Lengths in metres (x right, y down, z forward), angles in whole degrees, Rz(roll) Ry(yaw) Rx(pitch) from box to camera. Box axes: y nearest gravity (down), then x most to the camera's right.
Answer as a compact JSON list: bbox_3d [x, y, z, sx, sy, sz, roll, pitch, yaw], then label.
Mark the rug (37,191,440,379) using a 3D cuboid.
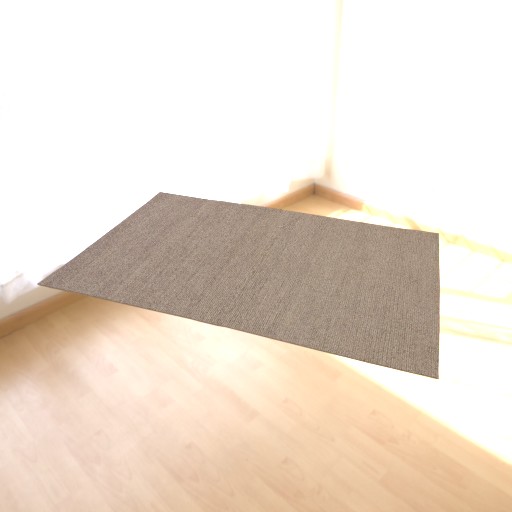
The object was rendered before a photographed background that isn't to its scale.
[{"bbox_3d":[0.000,0.000,2.287,1.792,0.021,1.154,10,33,17],"label":"rug"}]
